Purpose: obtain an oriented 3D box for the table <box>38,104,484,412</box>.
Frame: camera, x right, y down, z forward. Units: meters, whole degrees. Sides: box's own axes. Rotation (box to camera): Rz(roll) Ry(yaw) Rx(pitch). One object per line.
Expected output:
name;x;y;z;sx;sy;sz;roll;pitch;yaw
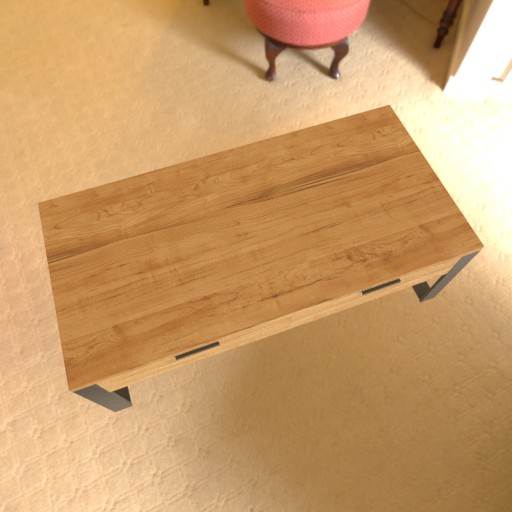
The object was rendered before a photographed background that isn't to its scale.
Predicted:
table;0.000;0.000;1.473;1.180;0.400;0.590;-18;65;-9
